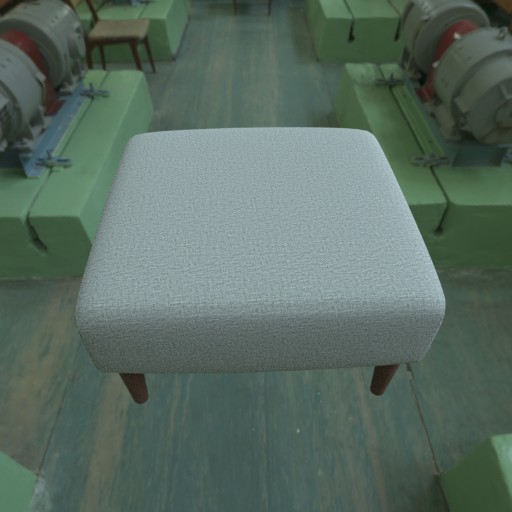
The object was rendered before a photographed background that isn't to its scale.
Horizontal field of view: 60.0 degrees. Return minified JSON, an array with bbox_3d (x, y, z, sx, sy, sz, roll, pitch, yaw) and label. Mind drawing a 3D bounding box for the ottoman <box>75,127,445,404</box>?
[{"bbox_3d":[0.000,0.000,1.080,0.650,0.398,0.649,-1,45,-2],"label":"ottoman"}]
